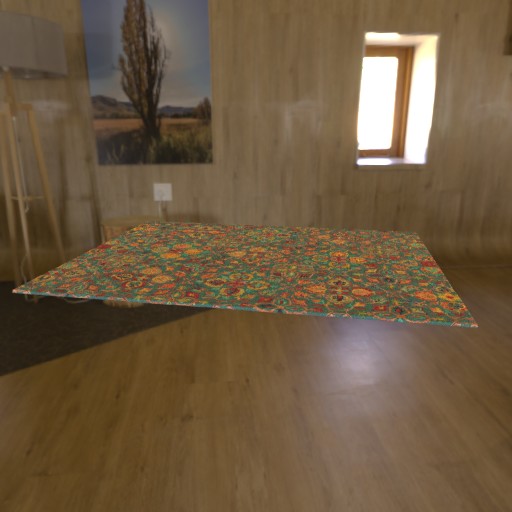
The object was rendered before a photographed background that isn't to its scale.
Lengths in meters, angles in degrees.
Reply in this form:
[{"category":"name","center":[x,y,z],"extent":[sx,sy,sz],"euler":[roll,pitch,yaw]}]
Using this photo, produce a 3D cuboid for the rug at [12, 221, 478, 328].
[{"category":"rug","center":[0.000,0.000,4.119],"extent":[3.204,0.025,2.434],"euler":[3,17,10]}]
